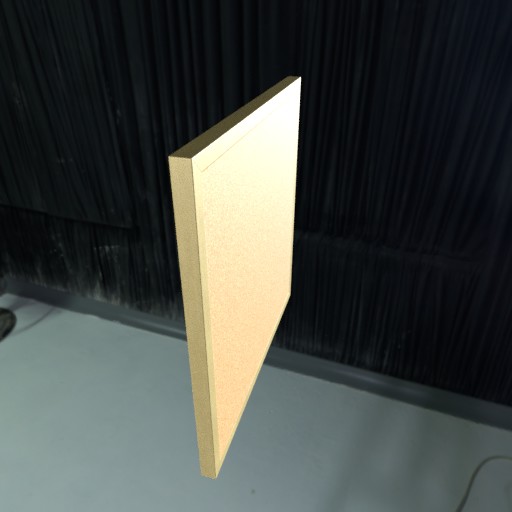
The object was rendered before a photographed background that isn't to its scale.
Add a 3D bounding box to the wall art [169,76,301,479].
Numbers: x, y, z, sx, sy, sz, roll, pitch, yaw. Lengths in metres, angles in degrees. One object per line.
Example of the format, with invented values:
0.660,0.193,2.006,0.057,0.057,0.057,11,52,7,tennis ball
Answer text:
0.000,0.000,1.149,0.037,0.763,0.763,9,32,14,wall art
